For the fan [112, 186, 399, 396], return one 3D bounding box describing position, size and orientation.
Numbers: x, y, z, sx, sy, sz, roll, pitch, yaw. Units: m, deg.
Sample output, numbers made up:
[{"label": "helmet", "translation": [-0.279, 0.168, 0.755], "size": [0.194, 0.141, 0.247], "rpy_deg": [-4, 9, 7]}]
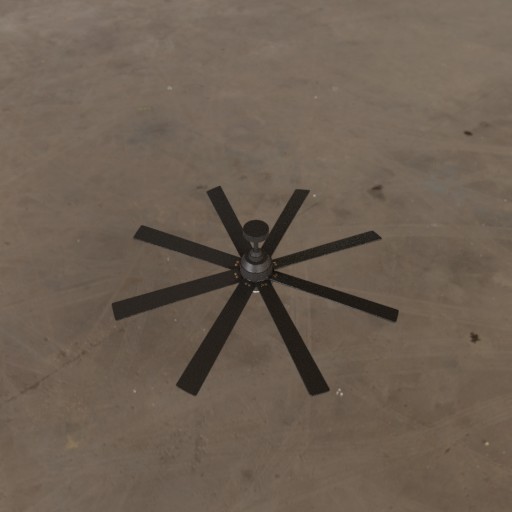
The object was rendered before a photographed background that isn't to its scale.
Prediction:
[{"label": "fan", "translation": [0.000, 0.000, 2.777], "size": [1.830, 0.472, 1.830], "rpy_deg": [-16, 49, -15]}]
